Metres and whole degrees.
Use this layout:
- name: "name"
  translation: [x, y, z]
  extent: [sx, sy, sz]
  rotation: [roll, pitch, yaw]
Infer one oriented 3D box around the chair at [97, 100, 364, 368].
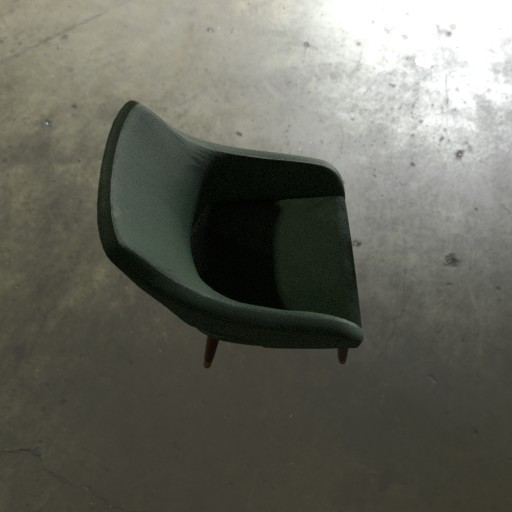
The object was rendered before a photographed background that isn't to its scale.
- name: "chair"
  translation: [0.000, 0.000, 1.605]
  extent: [0.794, 1.081, 0.683]
  rotation: [-1, 64, 0]
